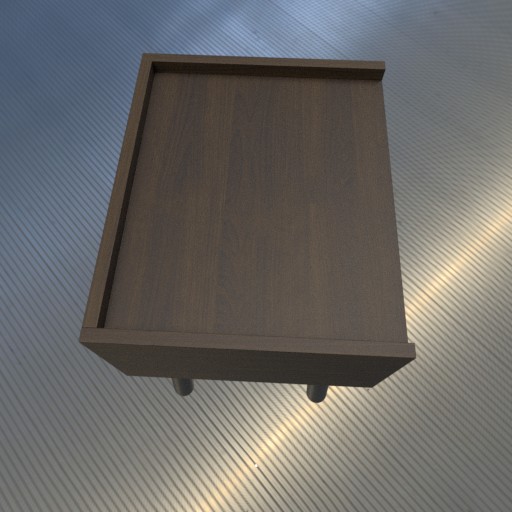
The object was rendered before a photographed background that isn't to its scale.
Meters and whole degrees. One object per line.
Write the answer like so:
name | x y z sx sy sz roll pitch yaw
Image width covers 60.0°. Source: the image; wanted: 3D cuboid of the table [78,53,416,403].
table | 0.000 0.000 0.793 0.370 0.470 0.450 3 65 1
